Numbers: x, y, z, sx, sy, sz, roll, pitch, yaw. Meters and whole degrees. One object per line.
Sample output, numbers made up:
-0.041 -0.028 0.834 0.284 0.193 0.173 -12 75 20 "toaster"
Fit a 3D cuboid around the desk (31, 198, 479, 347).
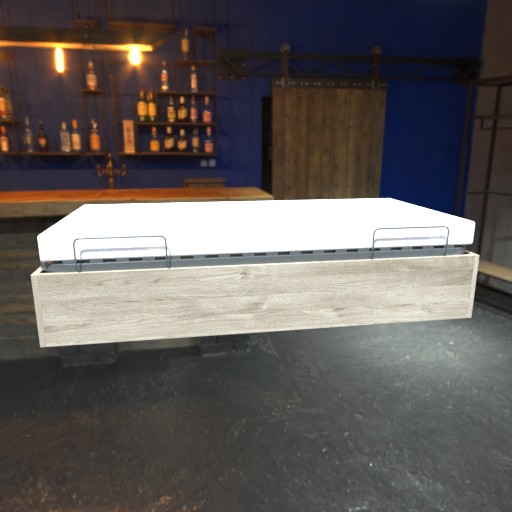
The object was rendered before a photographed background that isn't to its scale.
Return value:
0.000 0.000 2.288 1.900 0.455 0.900 -2 15 -9 "desk"
